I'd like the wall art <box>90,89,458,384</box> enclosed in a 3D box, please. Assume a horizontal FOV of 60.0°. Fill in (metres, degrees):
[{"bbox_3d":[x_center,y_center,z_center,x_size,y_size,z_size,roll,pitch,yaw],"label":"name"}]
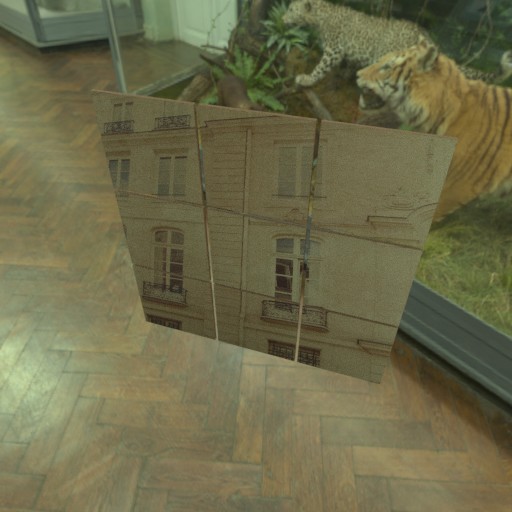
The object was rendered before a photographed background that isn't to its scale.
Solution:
[{"bbox_3d":[0.000,0.000,1.815,1.221,1.218,0.024,12,42,14],"label":"wall art"}]
